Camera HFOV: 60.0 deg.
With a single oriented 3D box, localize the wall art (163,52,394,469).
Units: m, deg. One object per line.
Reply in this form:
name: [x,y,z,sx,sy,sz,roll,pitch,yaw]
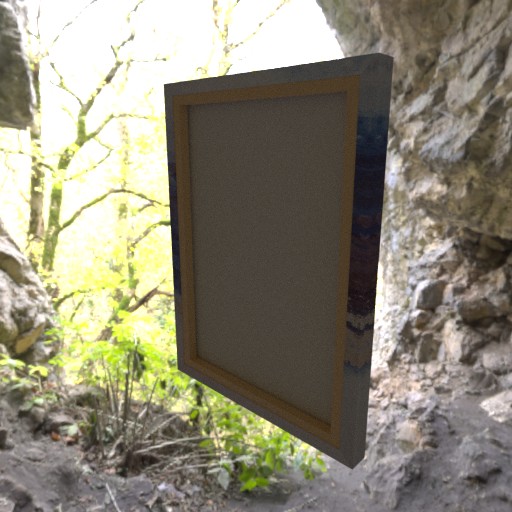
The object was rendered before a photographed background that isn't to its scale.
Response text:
wall art: [0.000,0.000,0.753,0.437,0.581,0.036,14,20,42]
